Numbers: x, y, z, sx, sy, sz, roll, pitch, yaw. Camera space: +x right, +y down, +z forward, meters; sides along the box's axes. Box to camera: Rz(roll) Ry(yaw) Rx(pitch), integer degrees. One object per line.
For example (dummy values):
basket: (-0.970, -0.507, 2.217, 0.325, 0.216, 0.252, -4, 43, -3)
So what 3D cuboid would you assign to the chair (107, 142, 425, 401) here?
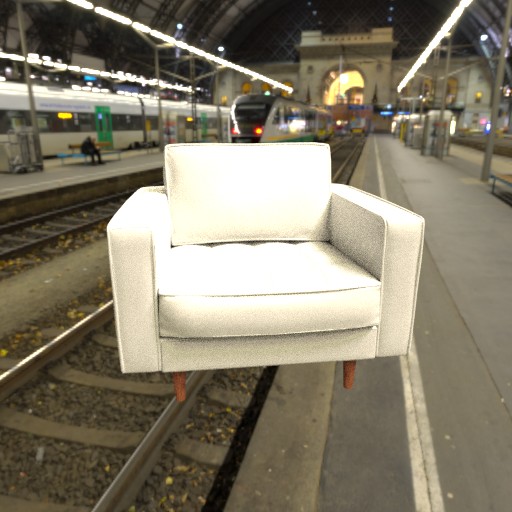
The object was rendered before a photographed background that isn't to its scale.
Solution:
chair: (0.000, 0.000, 1.596, 0.928, 0.773, 0.843, -2, 17, -7)
